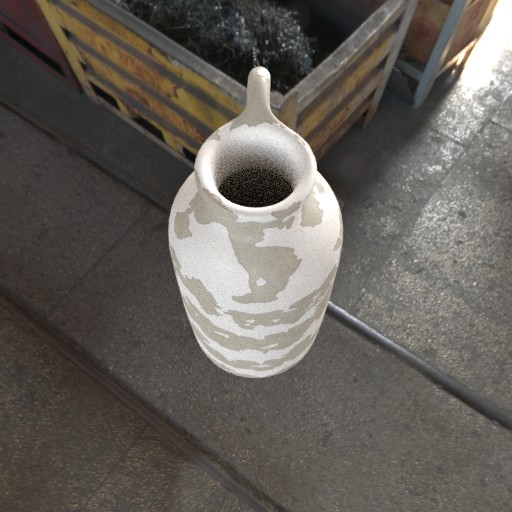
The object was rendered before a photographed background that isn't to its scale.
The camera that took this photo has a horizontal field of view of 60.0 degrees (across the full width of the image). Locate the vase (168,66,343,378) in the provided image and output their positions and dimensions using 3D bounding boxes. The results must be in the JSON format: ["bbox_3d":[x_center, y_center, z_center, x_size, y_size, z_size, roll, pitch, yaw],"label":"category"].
[{"bbox_3d":[0.000,0.000,0.492,0.186,0.382,0.203,2,65,1],"label":"vase"}]
